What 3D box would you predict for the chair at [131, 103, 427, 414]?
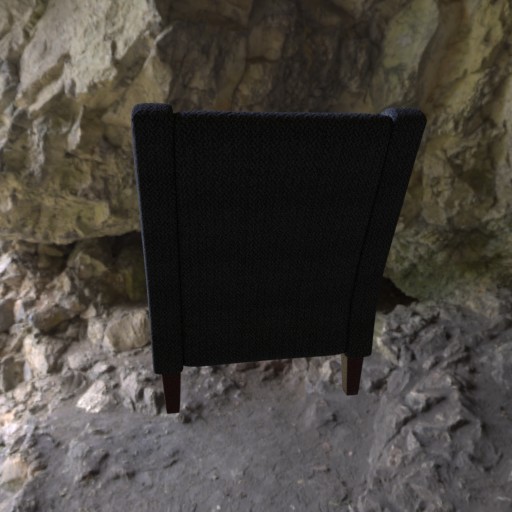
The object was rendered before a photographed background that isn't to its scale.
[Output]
[{"bbox_3d":[0.000,0.000,1.687,0.793,1.012,0.944,-2,14,-10],"label":"chair"}]
